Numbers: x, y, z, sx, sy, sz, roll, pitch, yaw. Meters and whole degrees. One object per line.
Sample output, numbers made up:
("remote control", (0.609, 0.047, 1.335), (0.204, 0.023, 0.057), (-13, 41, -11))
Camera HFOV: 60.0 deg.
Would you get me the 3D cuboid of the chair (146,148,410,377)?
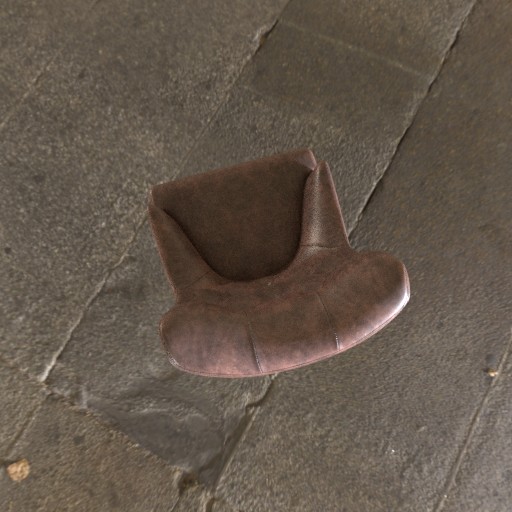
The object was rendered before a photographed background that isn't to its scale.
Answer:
("chair", (0.000, 0.000, 1.522), (0.641, 1.035, 0.762), (-15, 77, -4))
